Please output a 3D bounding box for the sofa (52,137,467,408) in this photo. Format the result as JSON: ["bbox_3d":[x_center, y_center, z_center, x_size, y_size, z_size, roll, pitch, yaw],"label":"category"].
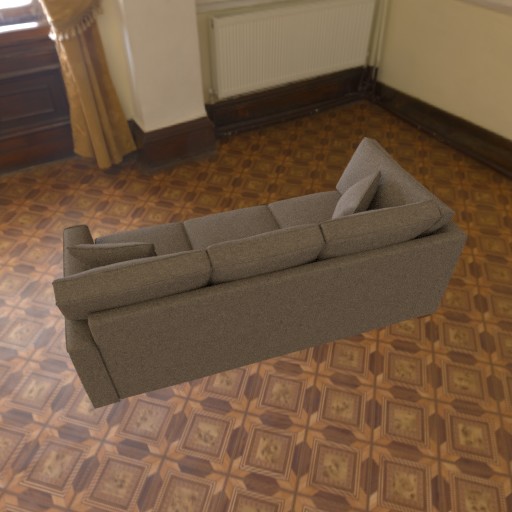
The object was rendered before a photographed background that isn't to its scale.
[{"bbox_3d":[0.000,0.000,2.894,2.317,0.962,1.061,-12,44,-13],"label":"sofa"}]
